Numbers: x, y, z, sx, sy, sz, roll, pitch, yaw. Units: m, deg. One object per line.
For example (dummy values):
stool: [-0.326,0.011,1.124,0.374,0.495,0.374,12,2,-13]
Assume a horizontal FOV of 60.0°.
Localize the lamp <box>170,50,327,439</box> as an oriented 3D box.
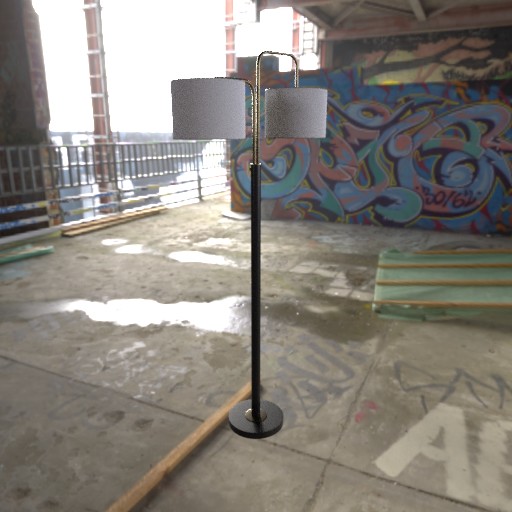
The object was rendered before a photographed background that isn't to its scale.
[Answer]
lamp: [0.000,0.000,1.840,0.711,1.587,0.254,-15,21,-42]
